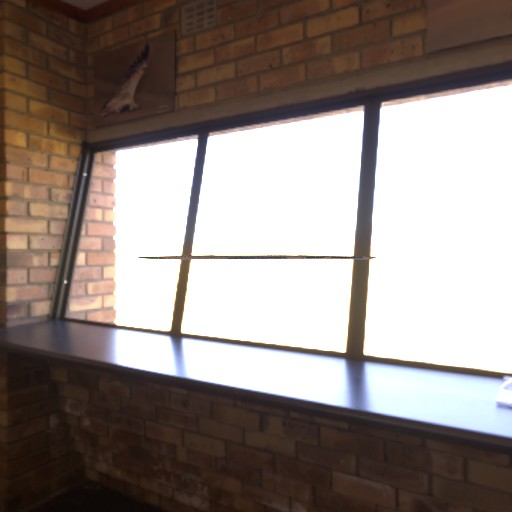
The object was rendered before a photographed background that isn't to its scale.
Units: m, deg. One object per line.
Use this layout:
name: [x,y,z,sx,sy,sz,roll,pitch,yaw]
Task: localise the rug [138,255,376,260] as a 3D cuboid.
rug: [0.000,0.000,2.645,0.768,0.011,2.446,0,0,0]
